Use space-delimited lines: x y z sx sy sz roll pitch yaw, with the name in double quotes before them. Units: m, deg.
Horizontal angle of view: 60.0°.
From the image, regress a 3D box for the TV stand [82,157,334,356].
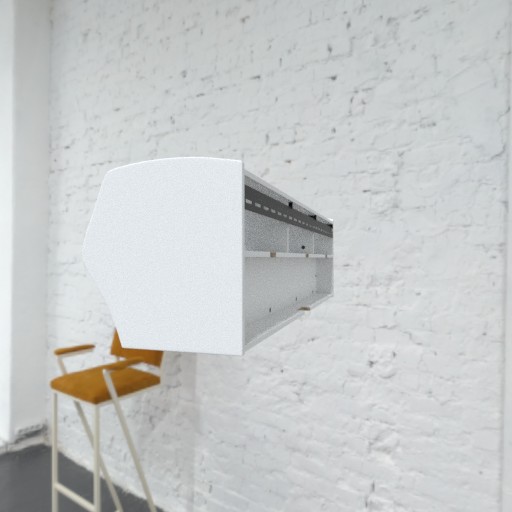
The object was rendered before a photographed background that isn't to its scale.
"TV stand" 0.000 0.000 1.682 0.397 0.424 1.473 0 0 17
